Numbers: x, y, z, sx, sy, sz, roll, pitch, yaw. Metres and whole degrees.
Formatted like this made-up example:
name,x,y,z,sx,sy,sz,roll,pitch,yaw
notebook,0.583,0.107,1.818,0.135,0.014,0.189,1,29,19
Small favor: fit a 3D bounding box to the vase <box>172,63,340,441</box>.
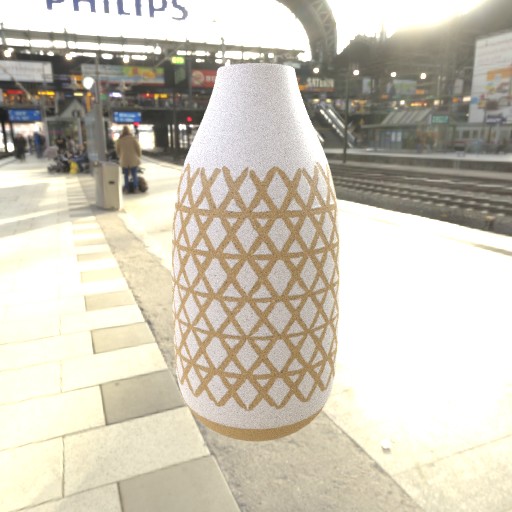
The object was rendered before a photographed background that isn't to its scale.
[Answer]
name,x,y,z,sx,sy,sz,roll,pitch,yaw
vase,0.000,0.000,0.485,0.186,0.380,0.186,0,15,0
